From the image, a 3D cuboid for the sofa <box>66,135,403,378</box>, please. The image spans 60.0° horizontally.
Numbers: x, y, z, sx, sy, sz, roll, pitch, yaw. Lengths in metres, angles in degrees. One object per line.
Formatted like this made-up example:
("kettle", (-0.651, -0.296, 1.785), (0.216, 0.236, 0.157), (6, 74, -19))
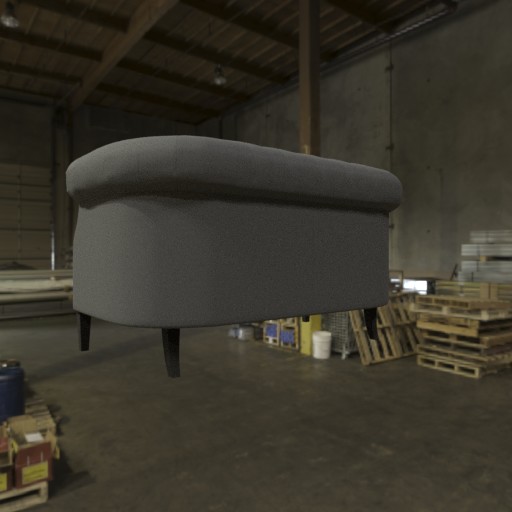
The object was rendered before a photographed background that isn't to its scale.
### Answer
("sofa", (0.000, 0.000, 2.060), (1.558, 0.827, 0.835), (0, 0, -38))
